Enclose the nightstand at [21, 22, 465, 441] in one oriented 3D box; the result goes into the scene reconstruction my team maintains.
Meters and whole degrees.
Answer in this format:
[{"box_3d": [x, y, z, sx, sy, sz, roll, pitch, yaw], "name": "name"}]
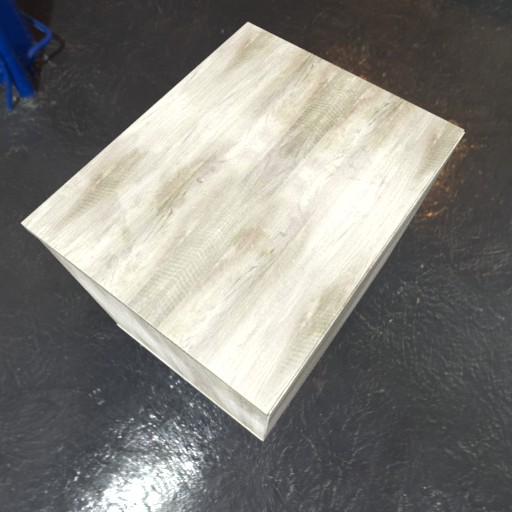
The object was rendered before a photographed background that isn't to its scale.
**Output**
[{"box_3d": [0.000, 0.000, 0.732, 0.347, 0.448, 0.427, 34, 69, 15], "name": "nightstand"}]
